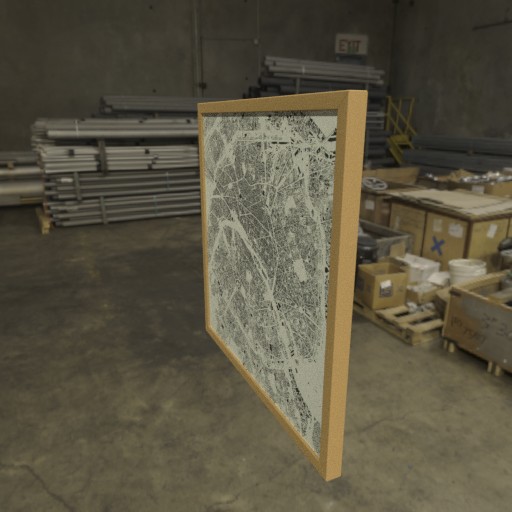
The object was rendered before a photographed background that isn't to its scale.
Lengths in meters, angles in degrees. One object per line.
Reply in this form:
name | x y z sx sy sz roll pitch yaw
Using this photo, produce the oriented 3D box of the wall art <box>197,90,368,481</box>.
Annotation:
wall art | 0.000 0.000 1.140 0.037 0.761 0.761 -8 19 -24
